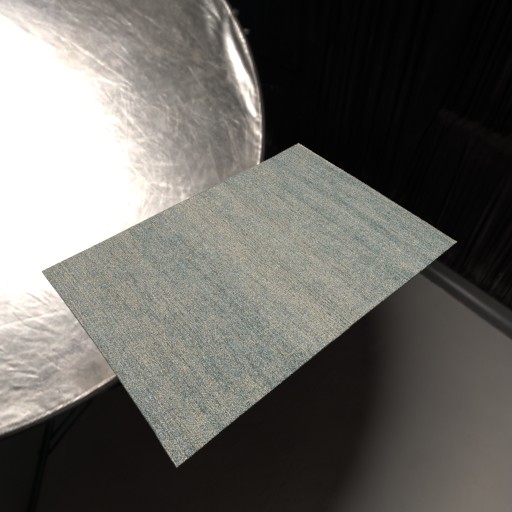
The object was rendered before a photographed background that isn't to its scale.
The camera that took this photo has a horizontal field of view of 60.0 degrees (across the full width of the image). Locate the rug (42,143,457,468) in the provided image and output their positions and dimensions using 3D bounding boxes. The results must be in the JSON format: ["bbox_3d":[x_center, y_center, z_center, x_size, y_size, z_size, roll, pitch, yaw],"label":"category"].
[{"bbox_3d":[0.000,0.000,5.237,4.078,0.052,2.802,-31,55,-26],"label":"rug"}]
